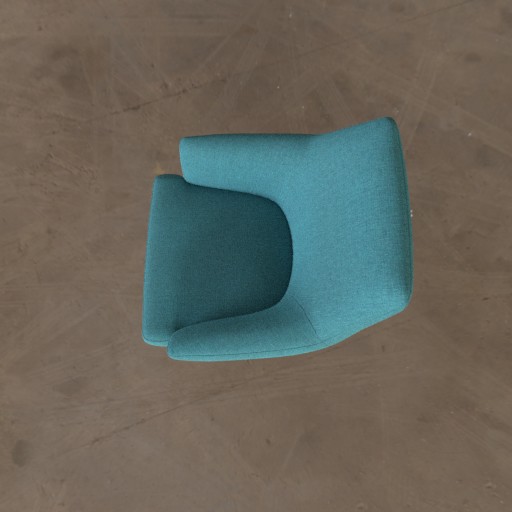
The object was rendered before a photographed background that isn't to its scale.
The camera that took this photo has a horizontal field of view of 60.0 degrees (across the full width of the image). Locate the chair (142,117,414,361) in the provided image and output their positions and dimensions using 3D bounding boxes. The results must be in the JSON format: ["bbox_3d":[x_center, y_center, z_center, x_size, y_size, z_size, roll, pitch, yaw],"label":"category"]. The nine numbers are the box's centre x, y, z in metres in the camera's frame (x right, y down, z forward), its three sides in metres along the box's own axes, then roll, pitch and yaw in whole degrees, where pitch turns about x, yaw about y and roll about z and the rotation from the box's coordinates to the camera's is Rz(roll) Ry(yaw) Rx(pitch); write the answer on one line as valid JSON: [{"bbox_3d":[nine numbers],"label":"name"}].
[{"bbox_3d":[0.000,0.000,1.361,0.677,0.874,0.642,0,74,0],"label":"chair"}]
